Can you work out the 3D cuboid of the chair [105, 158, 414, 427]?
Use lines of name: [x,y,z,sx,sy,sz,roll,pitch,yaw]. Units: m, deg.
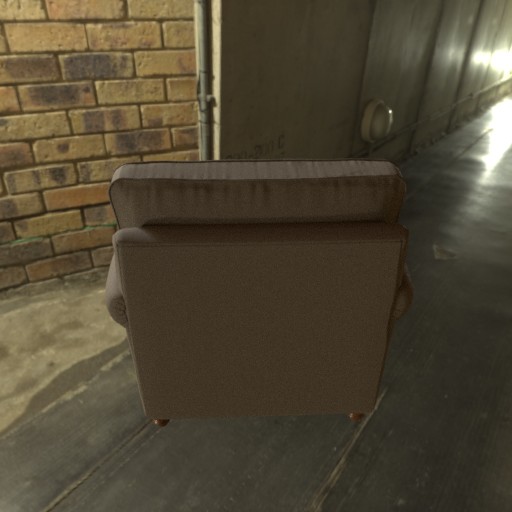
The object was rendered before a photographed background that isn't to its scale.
chair: [0.000,0.000,1.781,1.029,0.967,0.966,-1,30,-2]
